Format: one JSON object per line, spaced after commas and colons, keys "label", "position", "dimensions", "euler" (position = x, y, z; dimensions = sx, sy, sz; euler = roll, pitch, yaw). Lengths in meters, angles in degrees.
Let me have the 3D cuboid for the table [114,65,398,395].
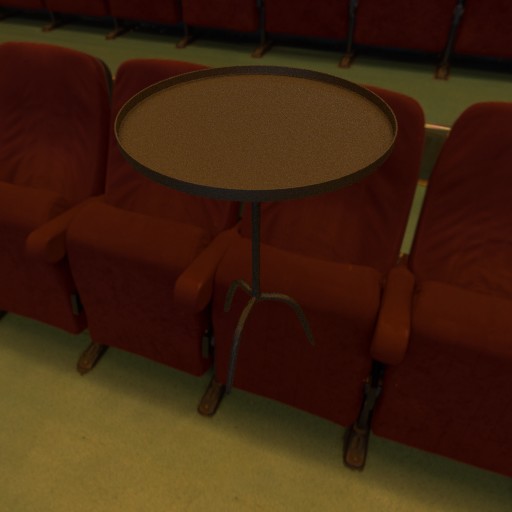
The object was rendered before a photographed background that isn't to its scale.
{"label": "table", "position": [0.000, 0.000, 1.040], "dimensions": [0.502, 0.700, 0.502], "euler": [14, 44, 15]}
